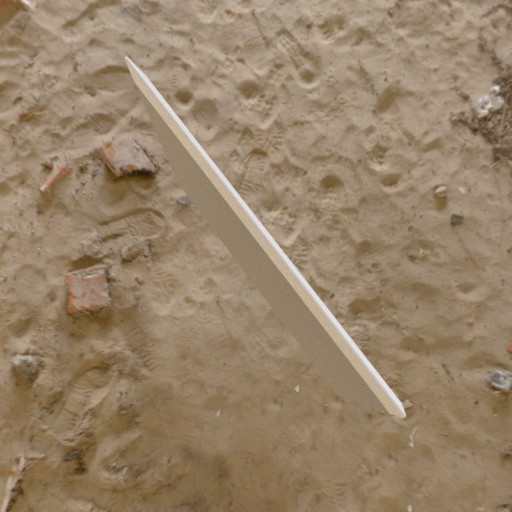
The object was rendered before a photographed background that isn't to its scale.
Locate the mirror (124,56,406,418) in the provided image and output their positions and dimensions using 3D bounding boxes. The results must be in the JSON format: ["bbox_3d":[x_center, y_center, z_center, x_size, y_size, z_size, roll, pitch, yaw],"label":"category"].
[{"bbox_3d":[0.000,0.000,1.132,0.030,0.630,0.870,-36,79,-8],"label":"mirror"}]
